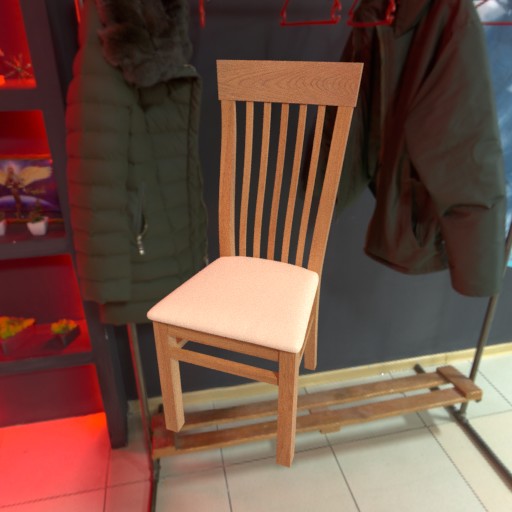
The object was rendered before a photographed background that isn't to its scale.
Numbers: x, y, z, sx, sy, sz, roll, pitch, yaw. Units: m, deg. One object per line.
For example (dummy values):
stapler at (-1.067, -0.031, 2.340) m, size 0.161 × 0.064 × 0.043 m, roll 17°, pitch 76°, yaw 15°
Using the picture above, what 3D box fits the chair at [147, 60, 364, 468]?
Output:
chair at (0.000, 0.000, 1.338) m, size 0.450 × 1.050 × 0.580 m, roll 9°, pitch 28°, yaw 18°
